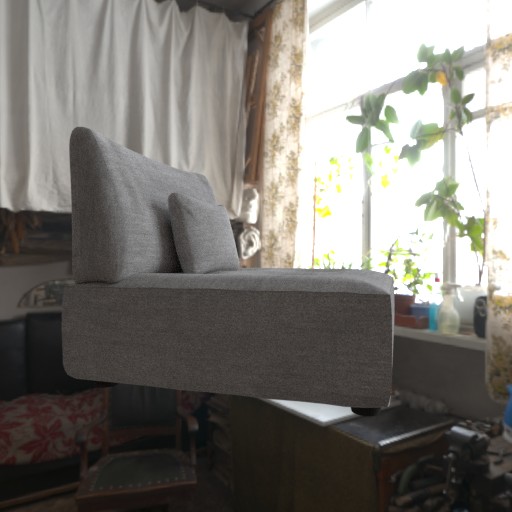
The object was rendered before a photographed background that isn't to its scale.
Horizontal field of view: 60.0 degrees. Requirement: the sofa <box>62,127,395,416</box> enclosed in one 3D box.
[{"bbox_3d":[0.000,0.000,1.685,1.000,0.820,0.930,0,0,18],"label":"sofa"}]
